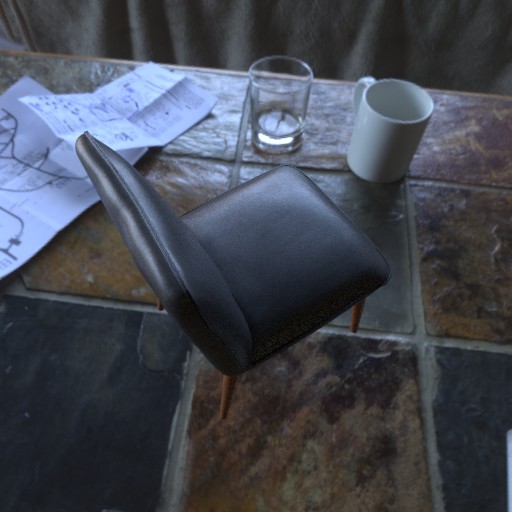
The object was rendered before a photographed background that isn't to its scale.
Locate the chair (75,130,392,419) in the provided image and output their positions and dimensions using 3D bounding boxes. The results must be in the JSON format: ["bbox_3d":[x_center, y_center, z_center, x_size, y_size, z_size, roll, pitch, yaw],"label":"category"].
[{"bbox_3d":[0.000,0.000,1.212,0.645,0.801,0.543,-32,62,-20],"label":"chair"}]
